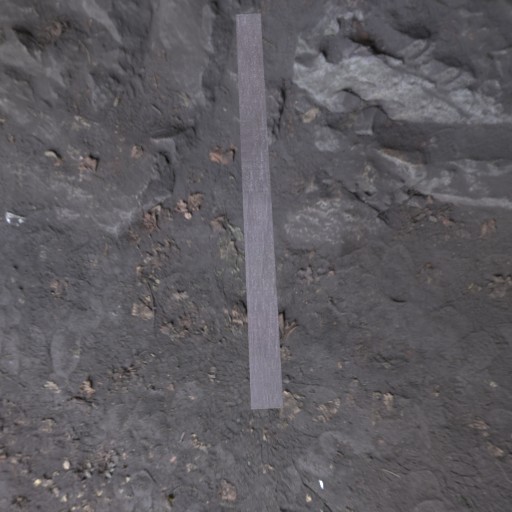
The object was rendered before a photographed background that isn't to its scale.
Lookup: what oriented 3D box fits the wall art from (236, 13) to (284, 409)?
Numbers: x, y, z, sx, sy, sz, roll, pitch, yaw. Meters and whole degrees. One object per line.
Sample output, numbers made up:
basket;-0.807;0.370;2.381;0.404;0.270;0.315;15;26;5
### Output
wall art;0.000;0.000;0.694;0.032;0.521;0.421;-3;74;-1
